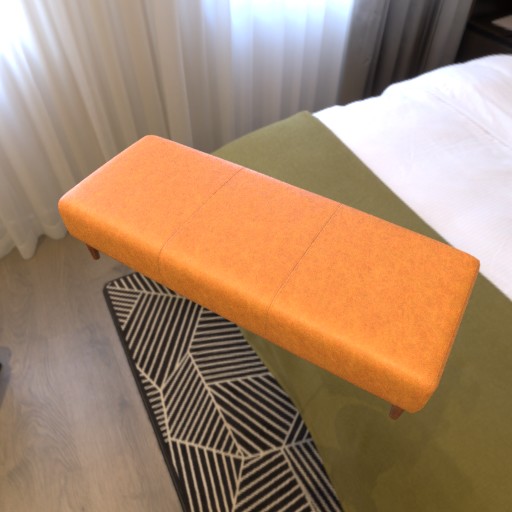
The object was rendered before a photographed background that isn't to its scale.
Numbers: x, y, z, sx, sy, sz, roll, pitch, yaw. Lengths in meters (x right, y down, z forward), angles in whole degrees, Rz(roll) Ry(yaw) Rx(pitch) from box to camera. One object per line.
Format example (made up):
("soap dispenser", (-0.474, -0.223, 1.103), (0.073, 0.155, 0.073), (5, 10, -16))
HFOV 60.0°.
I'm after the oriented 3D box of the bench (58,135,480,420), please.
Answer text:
("bench", (0.000, 0.000, 1.869), (1.610, 0.399, 0.653), (24, 52, 20))
